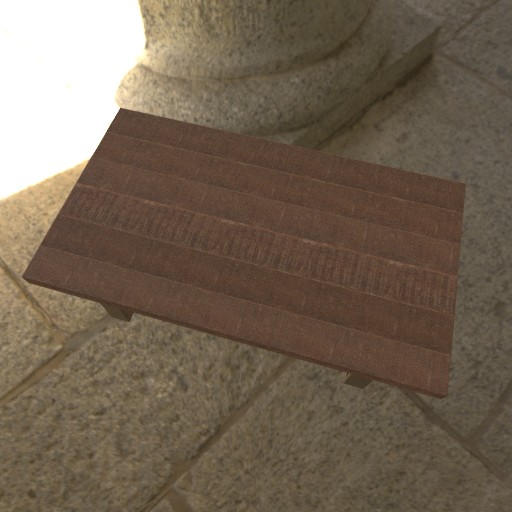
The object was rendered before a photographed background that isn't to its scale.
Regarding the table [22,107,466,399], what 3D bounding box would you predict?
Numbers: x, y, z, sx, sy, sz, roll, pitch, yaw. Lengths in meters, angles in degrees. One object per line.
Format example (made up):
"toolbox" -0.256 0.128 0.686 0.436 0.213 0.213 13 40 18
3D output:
"table" 0.000 0.000 1.761 1.400 0.440 0.800 14 64 7
